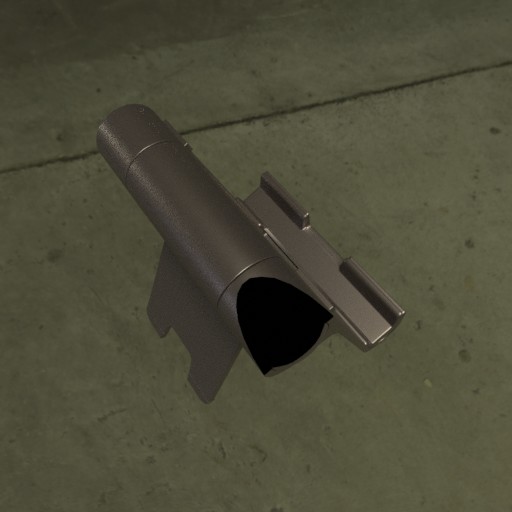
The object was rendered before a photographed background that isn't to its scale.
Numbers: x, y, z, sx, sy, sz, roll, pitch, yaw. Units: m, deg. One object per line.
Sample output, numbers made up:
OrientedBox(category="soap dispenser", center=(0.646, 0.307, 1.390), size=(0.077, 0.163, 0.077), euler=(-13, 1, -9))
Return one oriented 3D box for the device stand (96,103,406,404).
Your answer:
OrientedBox(category="device stand", center=(0.000, 0.000, 0.152), size=(0.079, 0.084, 0.088), euler=(-31, 63, -18))
